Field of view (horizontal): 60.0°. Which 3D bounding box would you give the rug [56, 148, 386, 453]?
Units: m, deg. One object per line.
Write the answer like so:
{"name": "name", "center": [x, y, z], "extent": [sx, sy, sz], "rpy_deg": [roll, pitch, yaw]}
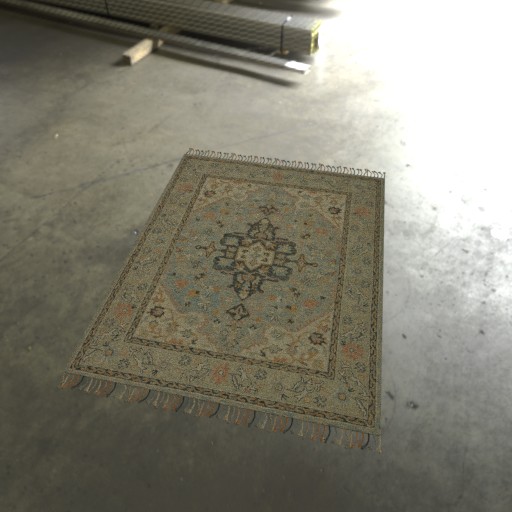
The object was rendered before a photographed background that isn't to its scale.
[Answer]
{"name": "rug", "center": [0.000, 0.000, 4.188], "extent": [2.379, 0.011, 3.221], "rpy_deg": [9, 47, 8]}
